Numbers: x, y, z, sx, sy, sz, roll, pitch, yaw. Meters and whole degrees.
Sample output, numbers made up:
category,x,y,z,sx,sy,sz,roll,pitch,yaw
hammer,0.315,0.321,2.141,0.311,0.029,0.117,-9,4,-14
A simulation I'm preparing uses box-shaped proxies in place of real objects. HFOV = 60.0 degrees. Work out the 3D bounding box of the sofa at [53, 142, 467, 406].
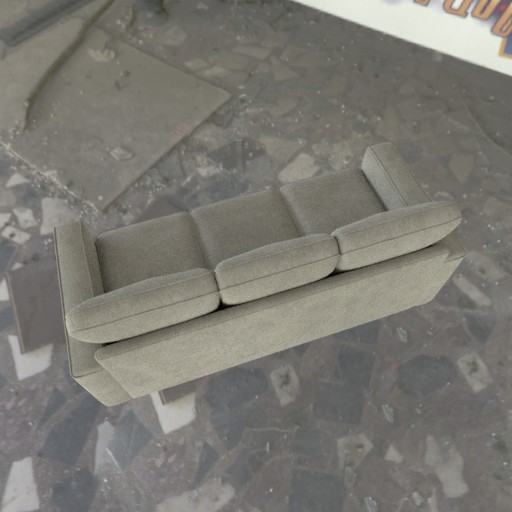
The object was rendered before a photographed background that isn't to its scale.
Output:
category,x,y,z,sx,sy,sz,roll,pitch,yaw
sofa,0.000,0.000,2.589,2.133,0.965,0.939,-16,60,-10
